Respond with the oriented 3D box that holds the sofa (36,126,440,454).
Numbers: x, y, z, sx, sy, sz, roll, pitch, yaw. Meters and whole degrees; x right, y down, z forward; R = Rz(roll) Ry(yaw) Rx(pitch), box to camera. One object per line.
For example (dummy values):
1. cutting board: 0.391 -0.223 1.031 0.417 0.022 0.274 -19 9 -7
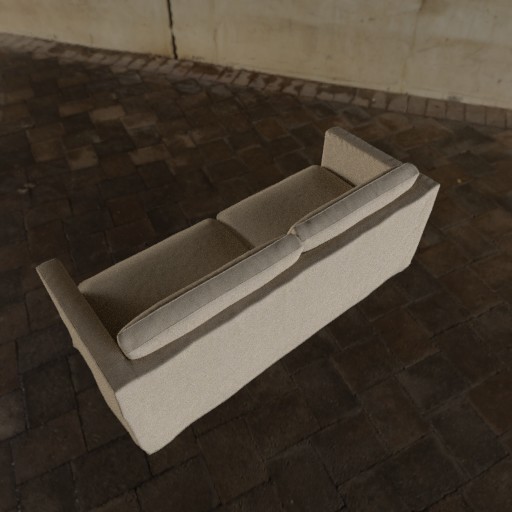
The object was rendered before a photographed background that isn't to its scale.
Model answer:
1. sofa: 0.000 0.000 2.767 2.296 0.847 0.956 -30 54 -26
